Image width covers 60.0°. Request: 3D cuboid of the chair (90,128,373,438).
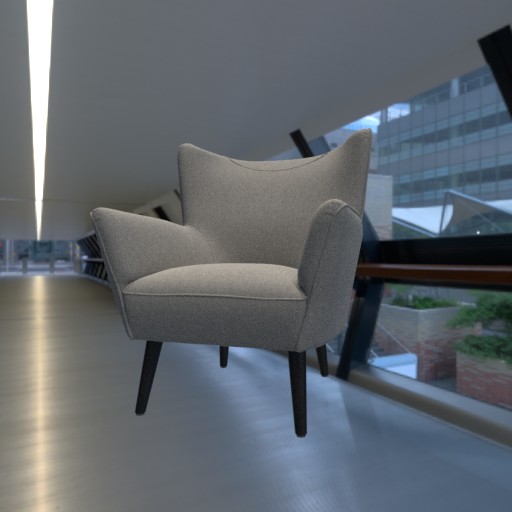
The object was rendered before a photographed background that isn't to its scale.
[{"bbox_3d":[0.000,0.000,1.578,0.781,0.933,0.888,0,1,18],"label":"chair"}]
